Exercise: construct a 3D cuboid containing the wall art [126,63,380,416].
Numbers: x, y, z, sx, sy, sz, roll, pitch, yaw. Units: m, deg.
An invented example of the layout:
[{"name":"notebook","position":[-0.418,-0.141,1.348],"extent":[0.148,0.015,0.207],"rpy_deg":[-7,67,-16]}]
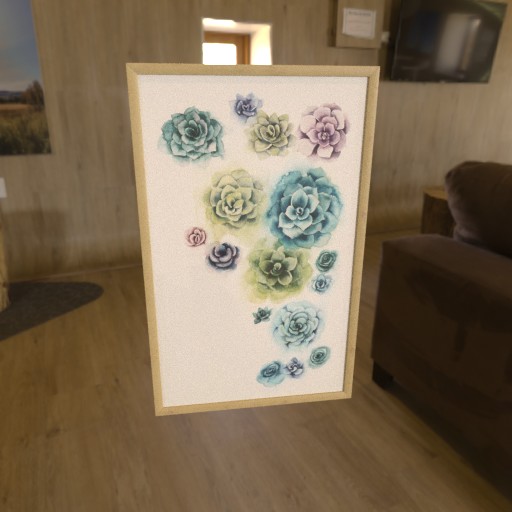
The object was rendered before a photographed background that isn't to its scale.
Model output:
[{"name":"wall art","position":[0.000,0.000,1.022],"extent":[0.510,0.810,0.039],"rpy_deg":[-3,19,-8]}]
